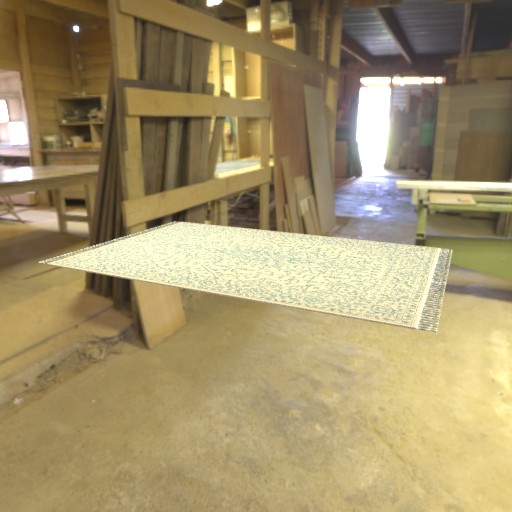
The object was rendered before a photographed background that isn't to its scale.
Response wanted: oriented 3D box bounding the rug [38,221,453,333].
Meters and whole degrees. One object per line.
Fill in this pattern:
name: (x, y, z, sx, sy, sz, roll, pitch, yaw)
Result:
rug: (0.000, 0.000, 3.061, 2.438, 0.010, 1.524, 7, 17, 24)
